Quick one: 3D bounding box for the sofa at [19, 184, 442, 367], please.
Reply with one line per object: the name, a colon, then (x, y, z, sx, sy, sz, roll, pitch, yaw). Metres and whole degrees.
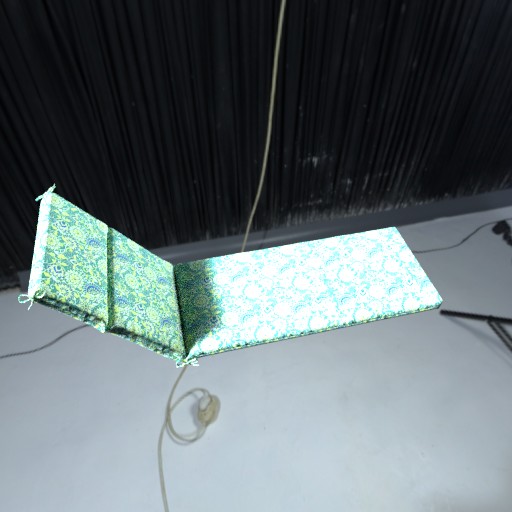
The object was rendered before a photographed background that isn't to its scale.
sofa: (0.000, 0.000, 1.900, 1.663, 0.622, 0.582, -10, 48, -9)
